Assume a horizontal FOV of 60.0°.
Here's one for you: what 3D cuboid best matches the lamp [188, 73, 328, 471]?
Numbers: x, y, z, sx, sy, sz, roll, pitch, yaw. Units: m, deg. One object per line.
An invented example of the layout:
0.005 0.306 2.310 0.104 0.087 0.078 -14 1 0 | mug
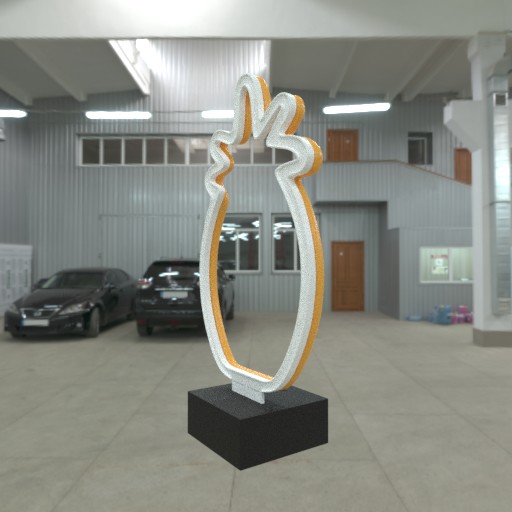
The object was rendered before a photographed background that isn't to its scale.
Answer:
0.000 0.000 0.388 0.088 0.317 0.167 1 -1 -35 | lamp
